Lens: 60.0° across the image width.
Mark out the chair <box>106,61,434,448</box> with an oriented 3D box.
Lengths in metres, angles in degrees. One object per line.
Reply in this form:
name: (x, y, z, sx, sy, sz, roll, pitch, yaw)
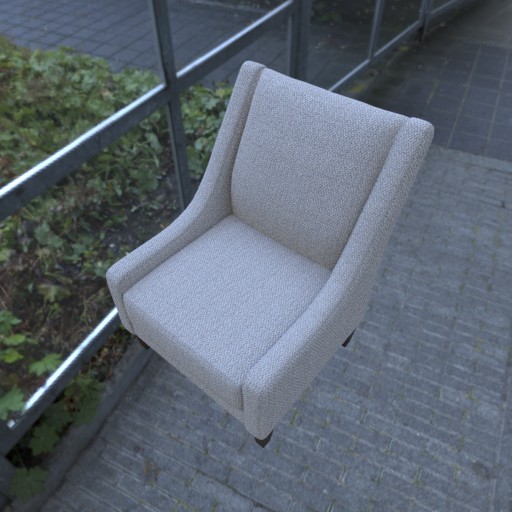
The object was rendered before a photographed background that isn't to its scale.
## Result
chair: (0.000, 0.000, 1.653, 0.774, 1.014, 0.870, 31, 53, 27)
